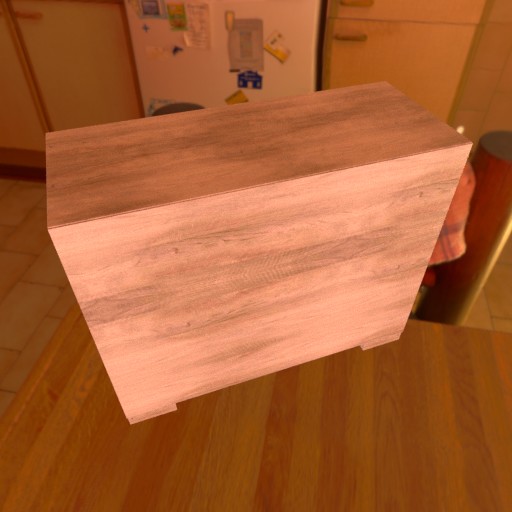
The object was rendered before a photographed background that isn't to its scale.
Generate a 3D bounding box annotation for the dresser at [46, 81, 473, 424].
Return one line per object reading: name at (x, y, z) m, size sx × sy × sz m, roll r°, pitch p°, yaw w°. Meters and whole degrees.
dresser at (0.000, 0.000, 1.390) m, size 0.994 × 0.816 × 0.404 m, roll -14°, pitch 45°, yaw -14°
